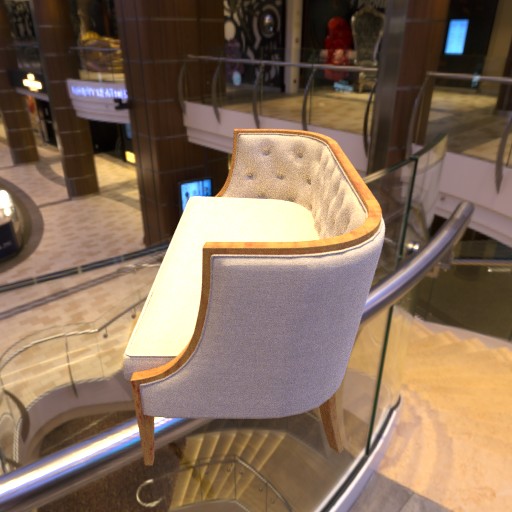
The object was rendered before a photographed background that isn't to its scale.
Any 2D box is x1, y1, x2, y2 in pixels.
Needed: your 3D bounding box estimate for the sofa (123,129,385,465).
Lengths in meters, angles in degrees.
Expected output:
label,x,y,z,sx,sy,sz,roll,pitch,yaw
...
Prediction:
label,x,y,z,sx,sy,sz,roll,pitch,yaw
sofa,0.000,0.000,1.879,0.770,0.775,1.474,0,27,0
